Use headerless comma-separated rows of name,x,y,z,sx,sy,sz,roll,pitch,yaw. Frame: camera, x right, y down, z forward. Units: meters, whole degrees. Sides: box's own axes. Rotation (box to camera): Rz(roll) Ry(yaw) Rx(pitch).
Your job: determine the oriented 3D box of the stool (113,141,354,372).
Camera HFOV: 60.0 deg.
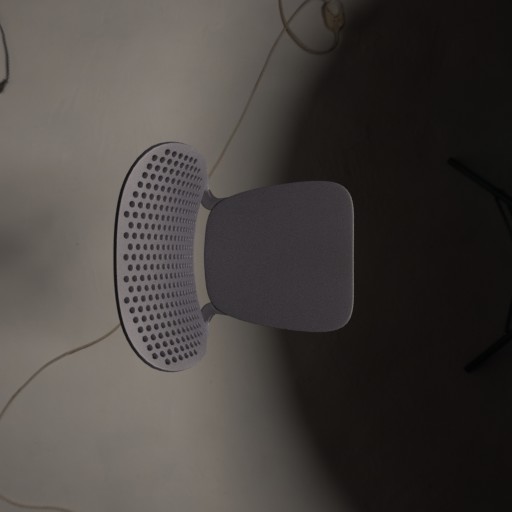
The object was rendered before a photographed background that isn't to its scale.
stool,0.000,0.000,1.336,0.535,1.045,0.536,0,90,0
